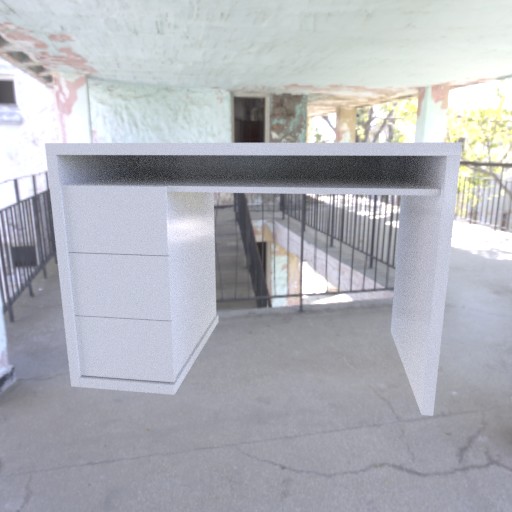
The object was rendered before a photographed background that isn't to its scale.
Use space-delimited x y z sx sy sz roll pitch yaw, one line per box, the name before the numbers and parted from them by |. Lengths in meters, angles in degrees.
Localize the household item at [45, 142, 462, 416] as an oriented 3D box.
household item | 0.000 0.000 1.528 1.100 0.749 0.597 2 14 8
